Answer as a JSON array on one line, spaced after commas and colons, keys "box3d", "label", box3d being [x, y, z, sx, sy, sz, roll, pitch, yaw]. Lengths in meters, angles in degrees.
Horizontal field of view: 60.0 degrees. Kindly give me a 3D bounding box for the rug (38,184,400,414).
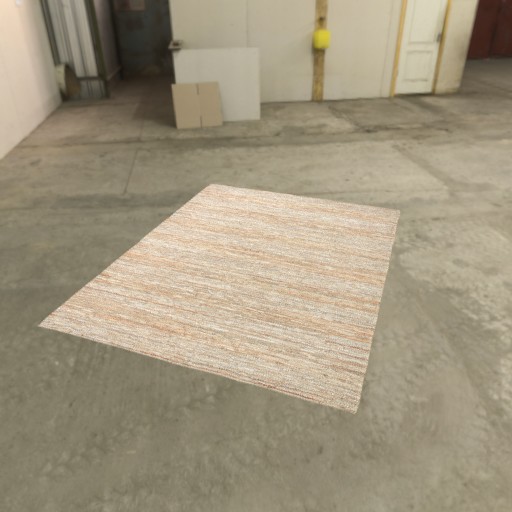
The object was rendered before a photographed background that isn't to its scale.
[{"box3d": [0.000, 0.000, 4.037, 2.313, 0.009, 2.939, 11, 32, 17], "label": "rug"}]
